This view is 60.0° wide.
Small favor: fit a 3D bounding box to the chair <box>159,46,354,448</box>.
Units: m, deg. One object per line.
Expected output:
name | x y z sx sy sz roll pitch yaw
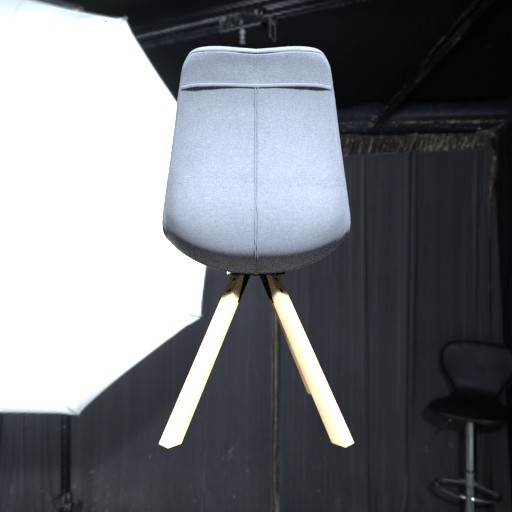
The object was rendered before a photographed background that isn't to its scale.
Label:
chair | 0.000 0.000 1.173 0.474 0.863 0.549 0 -2 0
